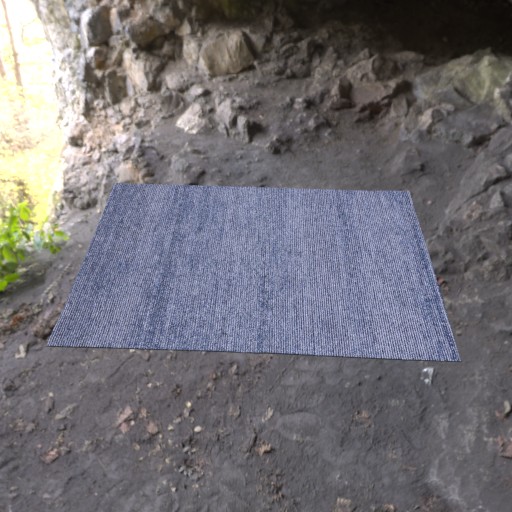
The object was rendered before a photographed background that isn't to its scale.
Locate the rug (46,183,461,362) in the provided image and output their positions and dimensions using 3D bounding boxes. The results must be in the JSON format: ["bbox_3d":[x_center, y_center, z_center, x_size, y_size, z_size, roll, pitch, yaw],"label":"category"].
[{"bbox_3d":[0.000,0.000,2.268,1.777,0.021,1.145,2,47,2],"label":"rug"}]
